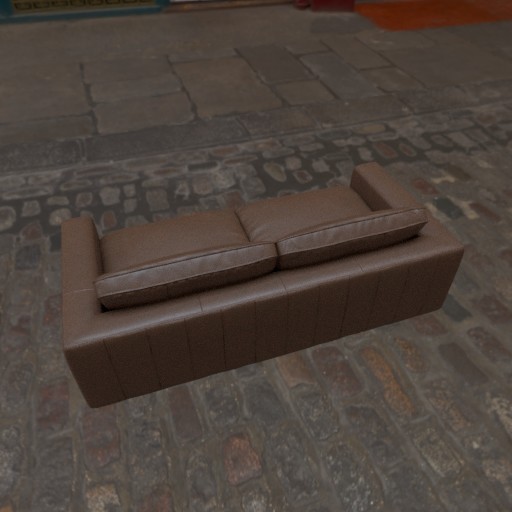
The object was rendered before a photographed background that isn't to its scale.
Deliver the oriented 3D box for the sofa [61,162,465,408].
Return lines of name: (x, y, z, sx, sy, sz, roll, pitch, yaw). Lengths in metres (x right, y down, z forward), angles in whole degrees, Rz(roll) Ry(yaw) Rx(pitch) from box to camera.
sofa: (0.000, 0.000, 2.794, 2.262, 0.801, 1.070, -13, 44, -14)
